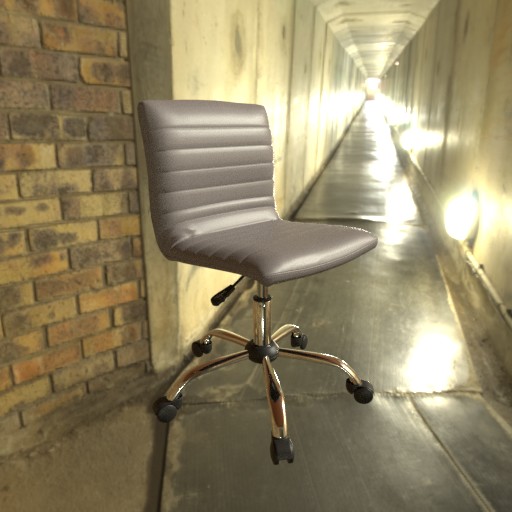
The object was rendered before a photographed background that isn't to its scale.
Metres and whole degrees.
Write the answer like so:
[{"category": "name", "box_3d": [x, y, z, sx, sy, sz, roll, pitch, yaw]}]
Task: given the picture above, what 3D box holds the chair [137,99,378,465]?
[{"category": "chair", "box_3d": [0.000, 0.000, 1.111, 0.569, 0.750, 0.542, -16, 23, -42]}]
